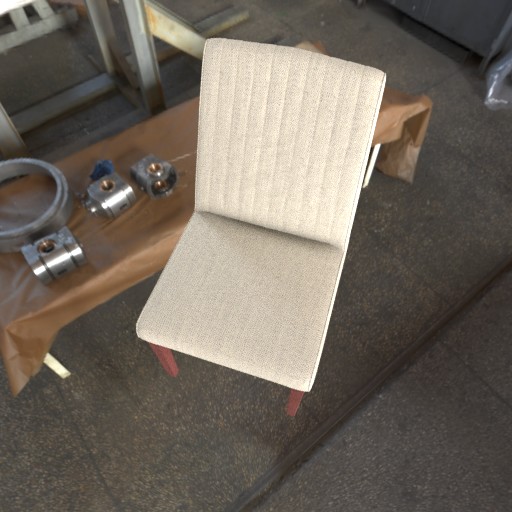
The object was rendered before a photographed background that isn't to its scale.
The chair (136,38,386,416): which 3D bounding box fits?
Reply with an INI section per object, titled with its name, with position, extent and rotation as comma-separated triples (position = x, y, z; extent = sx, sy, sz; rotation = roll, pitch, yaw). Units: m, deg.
[chair]
position = 0.000, 0.000, 1.228
extent = 0.480, 0.900, 0.594
rotation = 15, 59, 9
